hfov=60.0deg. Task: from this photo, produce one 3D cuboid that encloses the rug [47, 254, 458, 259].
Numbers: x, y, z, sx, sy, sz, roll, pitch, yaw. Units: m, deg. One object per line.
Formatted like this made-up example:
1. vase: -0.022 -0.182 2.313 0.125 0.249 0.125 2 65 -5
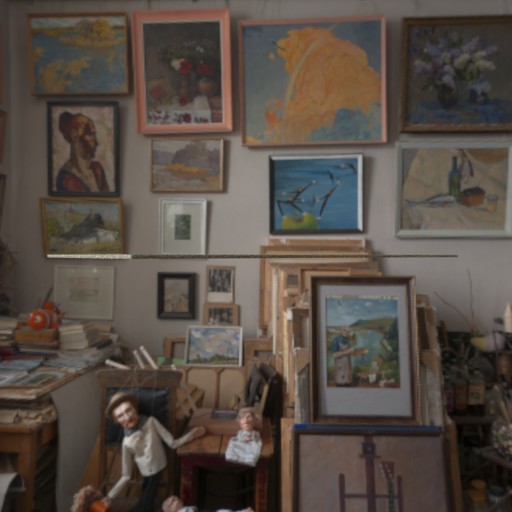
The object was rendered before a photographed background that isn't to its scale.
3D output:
1. rug: 0.000 0.000 2.968 2.297 0.018 1.532 0 0 -36
